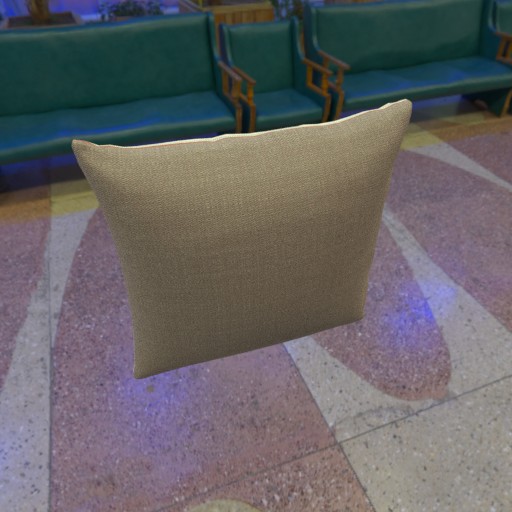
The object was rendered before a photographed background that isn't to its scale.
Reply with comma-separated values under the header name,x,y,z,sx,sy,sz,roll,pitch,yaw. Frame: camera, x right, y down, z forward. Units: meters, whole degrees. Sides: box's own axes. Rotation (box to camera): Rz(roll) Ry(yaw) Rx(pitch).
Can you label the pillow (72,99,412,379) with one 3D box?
name,x,y,z,sx,sy,sz,roll,pitch,yaw
pillow,0.000,0.000,0.797,0.521,0.519,0.215,-12,42,-14
